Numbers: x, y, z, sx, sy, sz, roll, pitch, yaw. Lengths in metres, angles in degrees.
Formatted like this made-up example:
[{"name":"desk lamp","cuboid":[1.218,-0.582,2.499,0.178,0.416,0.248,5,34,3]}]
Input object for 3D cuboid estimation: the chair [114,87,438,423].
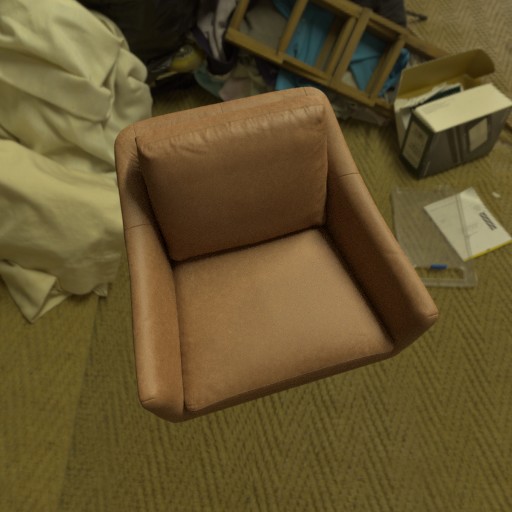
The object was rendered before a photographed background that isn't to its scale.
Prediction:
[{"name":"chair","cuboid":[0.000,0.000,1.703,0.988,0.895,0.963,-15,63,-8]}]
